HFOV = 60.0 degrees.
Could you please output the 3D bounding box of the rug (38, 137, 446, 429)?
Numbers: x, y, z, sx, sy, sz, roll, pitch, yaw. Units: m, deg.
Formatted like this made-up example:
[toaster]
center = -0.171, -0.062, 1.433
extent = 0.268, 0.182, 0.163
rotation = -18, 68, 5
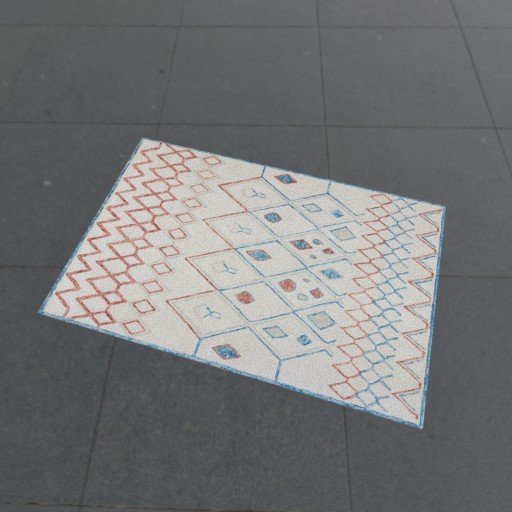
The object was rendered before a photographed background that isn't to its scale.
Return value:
[rug]
center = 0.000, 0.000, 2.296
extent = 1.829, 0.016, 1.219
rotation = 15, 60, 9
